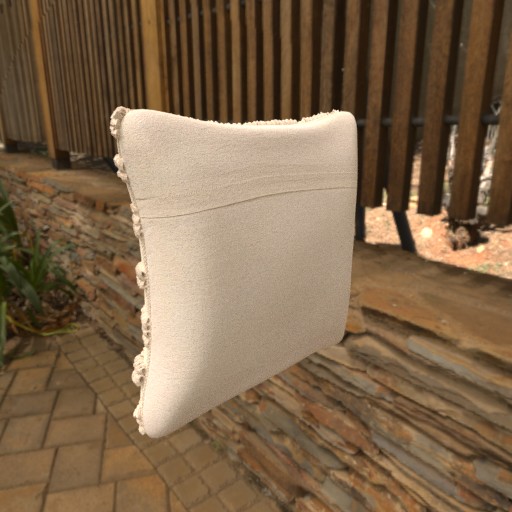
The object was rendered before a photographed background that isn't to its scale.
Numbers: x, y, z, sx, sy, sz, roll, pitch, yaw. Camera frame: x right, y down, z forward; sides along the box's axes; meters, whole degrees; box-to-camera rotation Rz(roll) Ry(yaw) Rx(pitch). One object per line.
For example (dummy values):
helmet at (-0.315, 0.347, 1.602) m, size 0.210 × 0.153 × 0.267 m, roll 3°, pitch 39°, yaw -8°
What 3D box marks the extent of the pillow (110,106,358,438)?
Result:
pillow at (0.000, 0.000, 0.668) m, size 0.437 × 0.427 × 0.145 m, roll -15°, pitch 23°, yaw -41°
